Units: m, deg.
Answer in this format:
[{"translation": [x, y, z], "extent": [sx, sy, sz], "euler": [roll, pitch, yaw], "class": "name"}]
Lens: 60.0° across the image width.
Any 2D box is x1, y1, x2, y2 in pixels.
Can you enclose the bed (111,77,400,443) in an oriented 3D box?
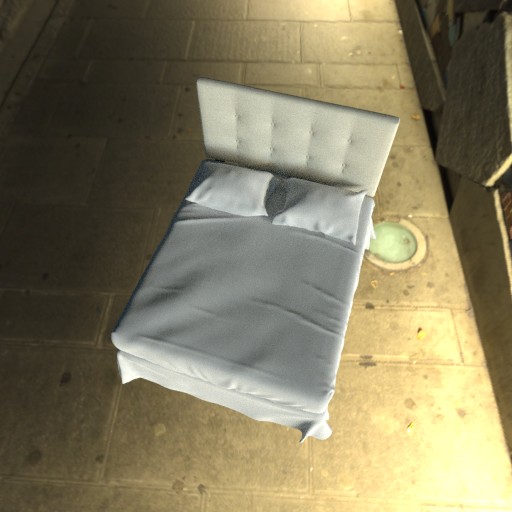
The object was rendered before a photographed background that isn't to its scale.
[{"translation": [0.000, 0.000, 3.571], "extent": [1.936, 1.577, 2.222], "euler": [15, 59, 9], "class": "bed"}]
